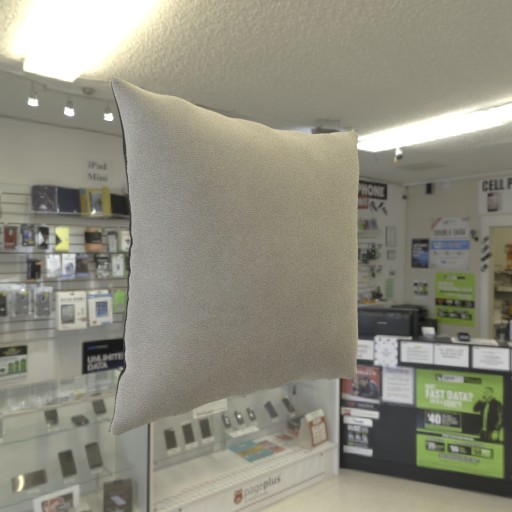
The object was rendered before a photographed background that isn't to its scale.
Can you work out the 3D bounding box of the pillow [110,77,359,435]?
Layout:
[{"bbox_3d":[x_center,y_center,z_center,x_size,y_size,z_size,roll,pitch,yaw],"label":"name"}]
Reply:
[{"bbox_3d":[0.000,0.000,0.658,0.433,0.434,0.196,0,0,-36],"label":"pillow"}]
